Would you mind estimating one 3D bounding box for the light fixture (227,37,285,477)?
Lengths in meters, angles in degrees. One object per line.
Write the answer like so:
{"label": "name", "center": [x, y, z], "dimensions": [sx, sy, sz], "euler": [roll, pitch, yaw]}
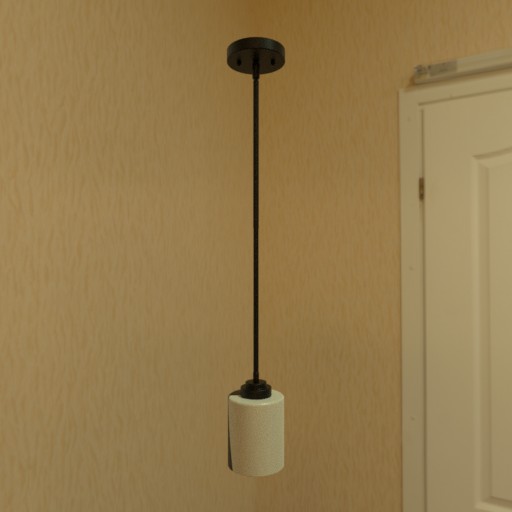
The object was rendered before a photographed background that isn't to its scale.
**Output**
{"label": "light fixture", "center": [0.000, 0.000, 0.929], "dimensions": [0.123, 0.863, 0.123], "euler": [0, -1, 1]}
